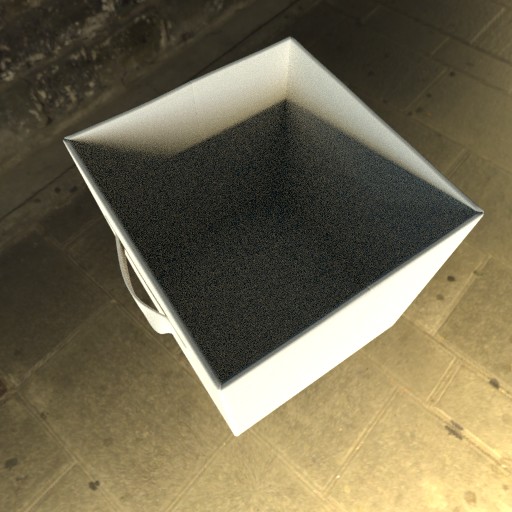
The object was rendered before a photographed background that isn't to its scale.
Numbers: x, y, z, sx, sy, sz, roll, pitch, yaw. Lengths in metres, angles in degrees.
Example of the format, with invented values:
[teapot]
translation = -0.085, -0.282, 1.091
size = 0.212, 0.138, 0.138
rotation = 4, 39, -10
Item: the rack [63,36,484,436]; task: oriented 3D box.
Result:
[rack]
translation = 0.000, 0.000, 0.495
size = 0.270, 0.280, 0.270
rotation = -31, 66, -15
